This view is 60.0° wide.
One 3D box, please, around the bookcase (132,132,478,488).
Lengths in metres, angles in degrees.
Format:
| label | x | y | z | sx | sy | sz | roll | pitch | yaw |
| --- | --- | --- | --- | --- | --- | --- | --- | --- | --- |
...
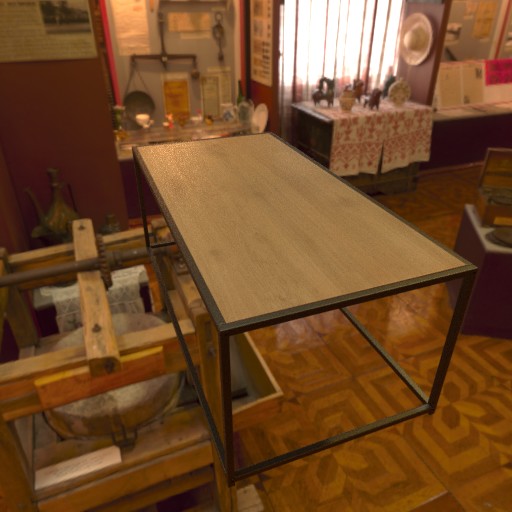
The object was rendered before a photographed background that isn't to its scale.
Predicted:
| label | x | y | z | sx | sy | sz | roll | pitch | yaw |
| --- | --- | --- | --- | --- | --- | --- | --- | --- | --- |
| bookcase | 0.000 | 0.000 | 1.245 | 0.500 | 0.400 | 1.000 | -11 | 32 | -18 |
